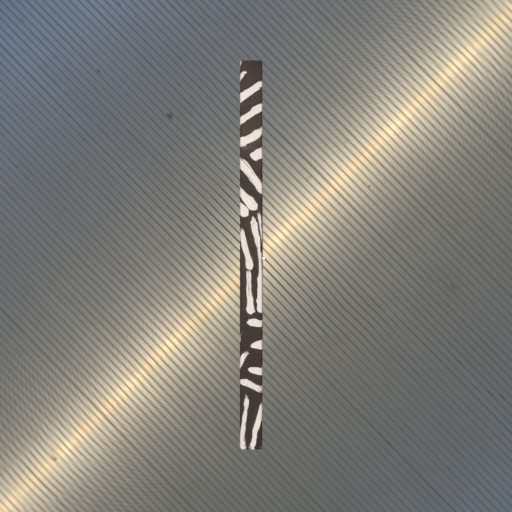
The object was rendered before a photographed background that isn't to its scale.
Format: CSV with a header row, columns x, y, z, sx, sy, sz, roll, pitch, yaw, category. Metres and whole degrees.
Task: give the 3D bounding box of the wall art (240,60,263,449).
x,y,z,sx,sy,sz,roll,pitch,yaw,category
0.000,0.000,1.156,0.035,0.918,0.615,0,90,1,wall art
